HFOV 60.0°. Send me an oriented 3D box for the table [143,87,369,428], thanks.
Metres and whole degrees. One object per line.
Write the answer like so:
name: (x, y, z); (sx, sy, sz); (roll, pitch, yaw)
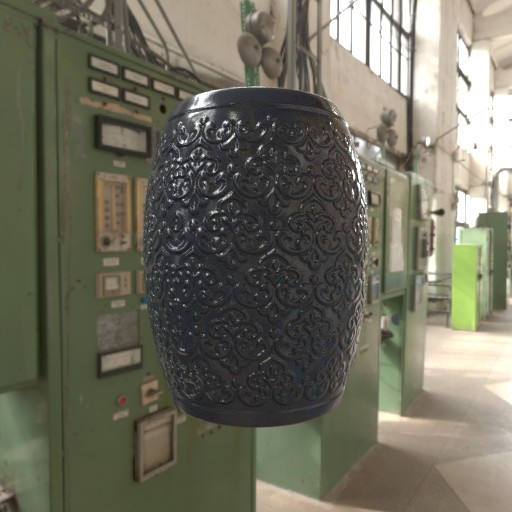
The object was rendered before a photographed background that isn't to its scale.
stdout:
table: (0.000, 0.000, 0.625); (0.309, 0.397, 0.309); (0, 2, 0)
